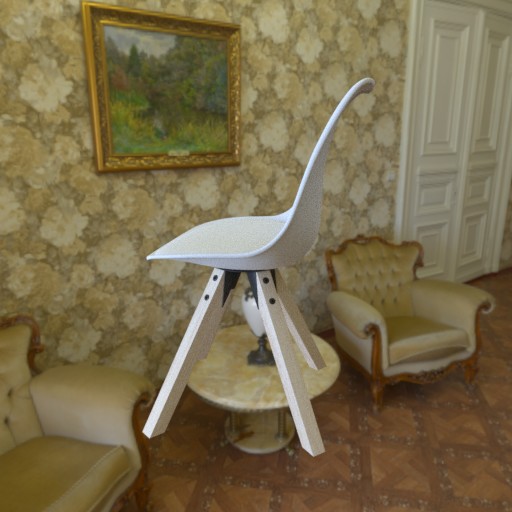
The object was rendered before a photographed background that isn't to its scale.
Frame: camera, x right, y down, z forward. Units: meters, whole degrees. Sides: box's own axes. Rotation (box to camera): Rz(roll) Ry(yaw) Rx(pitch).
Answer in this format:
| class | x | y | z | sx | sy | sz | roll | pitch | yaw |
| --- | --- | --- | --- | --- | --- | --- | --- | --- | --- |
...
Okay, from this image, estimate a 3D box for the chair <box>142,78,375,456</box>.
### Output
| class | x | y | z | sx | sy | sz | roll | pitch | yaw |
| --- | --- | --- | --- | --- | --- | --- | --- | --- | --- |
| chair | 0.000 | 0.000 | 1.178 | 0.550 | 0.850 | 0.485 | 2 | 15 | 9 |
